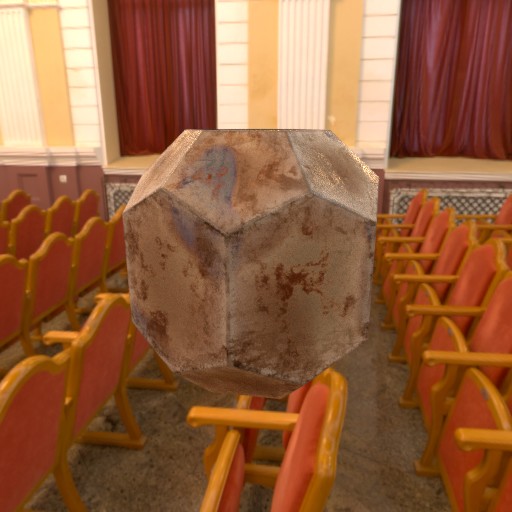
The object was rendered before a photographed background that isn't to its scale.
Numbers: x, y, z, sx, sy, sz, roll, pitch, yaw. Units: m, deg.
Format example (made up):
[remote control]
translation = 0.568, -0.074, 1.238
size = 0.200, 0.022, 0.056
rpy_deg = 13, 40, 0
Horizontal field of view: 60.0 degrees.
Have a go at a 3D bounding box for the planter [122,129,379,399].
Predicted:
[planter]
translation = 0.000, 0.000, 0.433
size = 0.221, 0.238, 0.243
rpy_deg = 3, 17, 9
